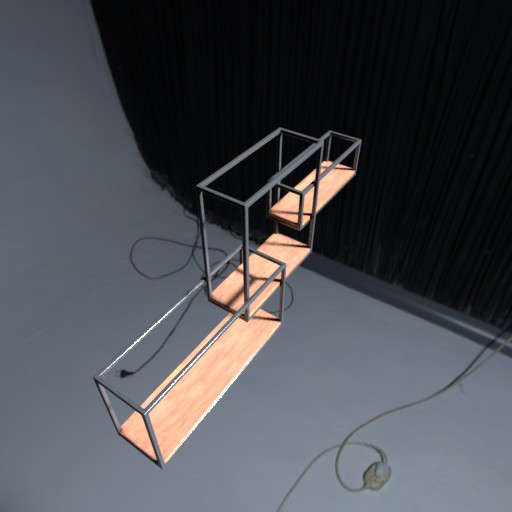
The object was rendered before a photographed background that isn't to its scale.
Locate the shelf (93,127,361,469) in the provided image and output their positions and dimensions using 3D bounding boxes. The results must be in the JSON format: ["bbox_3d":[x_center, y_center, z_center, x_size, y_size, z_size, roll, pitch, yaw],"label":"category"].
[{"bbox_3d":[0.000,0.000,2.145,0.275,0.972,1.781,25,48,25],"label":"shelf"}]
